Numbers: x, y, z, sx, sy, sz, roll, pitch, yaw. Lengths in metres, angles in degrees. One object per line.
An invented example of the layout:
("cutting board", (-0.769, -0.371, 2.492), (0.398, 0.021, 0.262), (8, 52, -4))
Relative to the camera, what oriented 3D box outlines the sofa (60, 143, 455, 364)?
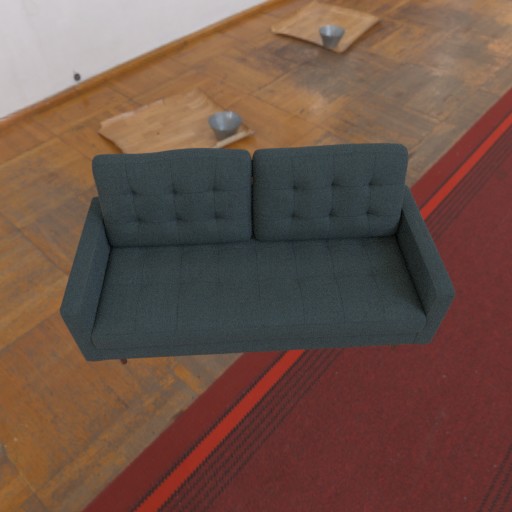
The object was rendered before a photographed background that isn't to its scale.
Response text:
("sofa", (0.000, 0.000, 2.618), (2.010, 1.050, 0.966), (-3, 48, -2))
